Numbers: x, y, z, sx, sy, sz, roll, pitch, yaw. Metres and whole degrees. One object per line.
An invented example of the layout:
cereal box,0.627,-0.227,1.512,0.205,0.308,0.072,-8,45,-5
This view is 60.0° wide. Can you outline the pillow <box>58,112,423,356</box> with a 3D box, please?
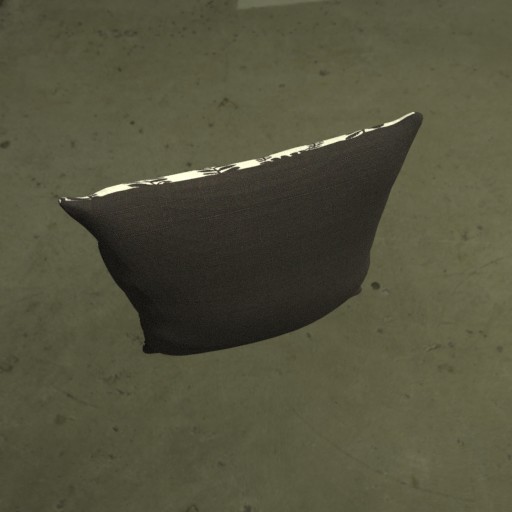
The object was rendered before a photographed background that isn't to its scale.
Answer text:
pillow,0.000,0.000,0.679,0.440,0.441,0.182,-15,58,-10
